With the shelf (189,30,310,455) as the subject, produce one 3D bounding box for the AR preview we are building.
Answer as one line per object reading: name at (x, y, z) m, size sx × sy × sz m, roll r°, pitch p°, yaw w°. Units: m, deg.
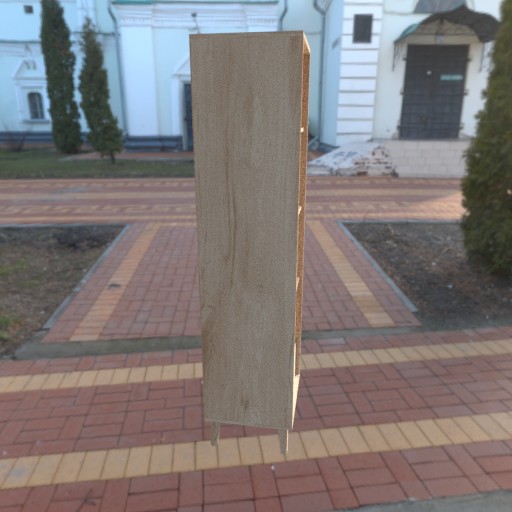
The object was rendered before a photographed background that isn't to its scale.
shelf at (0.000, 0.000, 2.237) m, size 0.450 × 1.960 × 0.510 m, roll 3°, pitch 17°, yaw 9°
